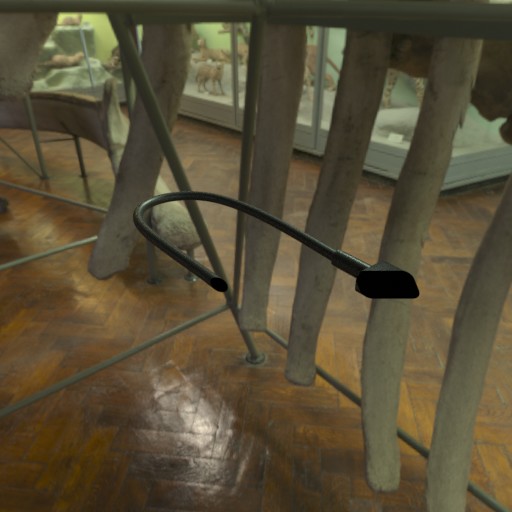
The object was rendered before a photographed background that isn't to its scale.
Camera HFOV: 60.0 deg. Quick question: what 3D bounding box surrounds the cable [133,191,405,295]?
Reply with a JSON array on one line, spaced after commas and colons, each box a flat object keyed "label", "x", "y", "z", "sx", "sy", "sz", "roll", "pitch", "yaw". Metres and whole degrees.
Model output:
[{"label": "cable", "x": 0.000, "y": 0.000, "z": 0.111, "sx": 0.040, "sy": 0.006, "sz": 0.098, "roll": -22, "pitch": 37, "yaw": -33}]
